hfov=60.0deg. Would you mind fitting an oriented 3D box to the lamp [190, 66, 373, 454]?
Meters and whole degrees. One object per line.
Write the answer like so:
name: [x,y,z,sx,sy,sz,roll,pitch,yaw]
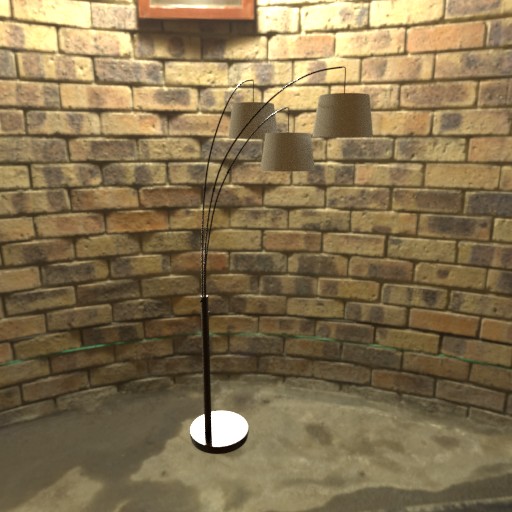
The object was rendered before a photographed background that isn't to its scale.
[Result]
lamp: [0.000,0.000,2.455,0.924,1.950,0.951,-13,19,-43]
